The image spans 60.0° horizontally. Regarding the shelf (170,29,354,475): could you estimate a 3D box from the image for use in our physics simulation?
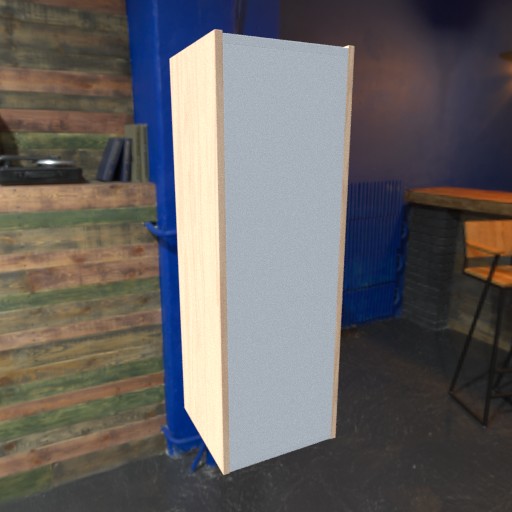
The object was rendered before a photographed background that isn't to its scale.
[{"bbox_3d":[0.000,0.000,1.061,0.300,0.900,0.290,-7,15,-25],"label":"shelf"}]
